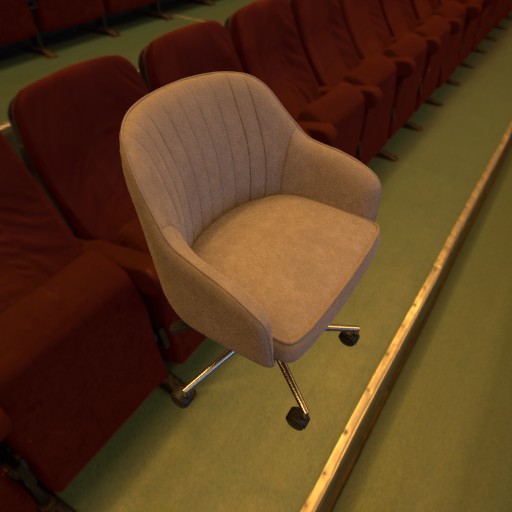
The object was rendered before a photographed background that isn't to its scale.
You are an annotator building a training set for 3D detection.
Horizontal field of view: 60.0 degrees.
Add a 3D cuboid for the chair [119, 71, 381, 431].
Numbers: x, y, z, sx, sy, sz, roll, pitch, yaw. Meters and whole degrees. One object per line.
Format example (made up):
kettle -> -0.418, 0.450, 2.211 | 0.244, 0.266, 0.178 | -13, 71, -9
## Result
chair -> 0.000, 0.000, 1.239 | 0.573, 0.831, 0.635 | 23, 46, 24
